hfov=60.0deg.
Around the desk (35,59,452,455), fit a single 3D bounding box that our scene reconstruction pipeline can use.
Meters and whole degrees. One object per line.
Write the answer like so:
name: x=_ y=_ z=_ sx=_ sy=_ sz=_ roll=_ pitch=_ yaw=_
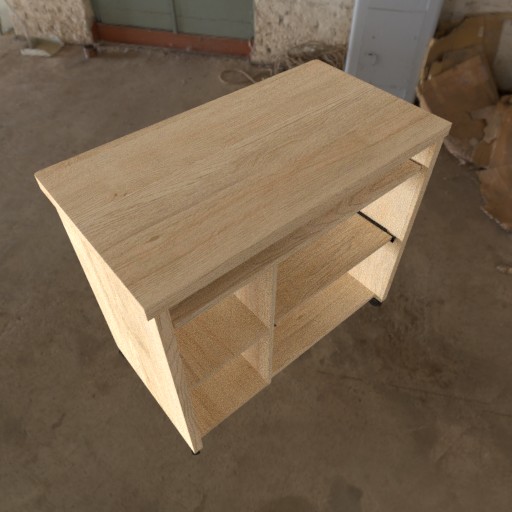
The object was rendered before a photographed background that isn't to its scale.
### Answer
desk: x=0.000 y=0.000 z=1.329 sx=0.885 sy=0.770 sz=0.480 roll=-32 pitch=55 yaw=-26
